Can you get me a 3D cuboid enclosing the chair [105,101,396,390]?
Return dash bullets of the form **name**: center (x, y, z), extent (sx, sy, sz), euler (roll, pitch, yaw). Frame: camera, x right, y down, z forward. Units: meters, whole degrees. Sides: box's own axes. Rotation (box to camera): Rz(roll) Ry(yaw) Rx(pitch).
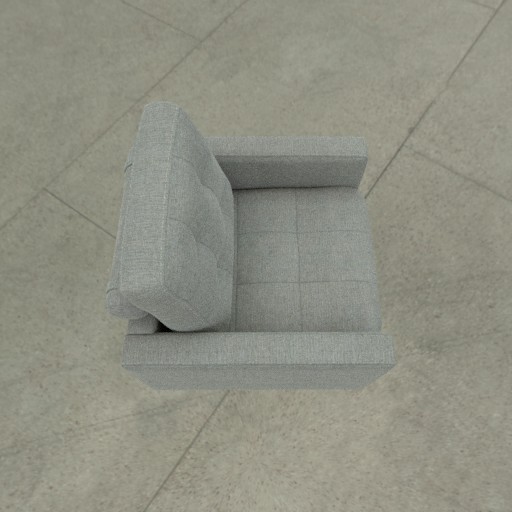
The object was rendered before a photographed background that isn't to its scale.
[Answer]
- **chair**: center (0.000, 0.000, 1.527), extent (0.843, 0.880, 0.821), euler (0, 65, 0)
